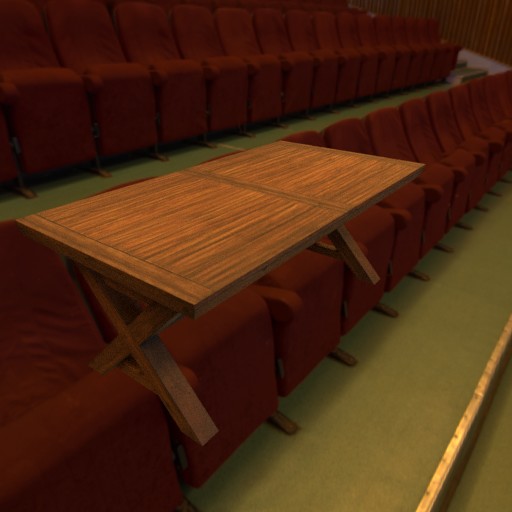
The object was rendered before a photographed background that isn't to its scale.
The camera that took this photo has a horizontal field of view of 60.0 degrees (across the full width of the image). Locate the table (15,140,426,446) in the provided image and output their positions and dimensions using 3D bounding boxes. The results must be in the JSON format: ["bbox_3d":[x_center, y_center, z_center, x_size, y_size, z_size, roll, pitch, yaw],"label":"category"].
[{"bbox_3d":[0.000,0.000,2.460,1.071,0.793,1.966,19,33,33],"label":"table"}]
